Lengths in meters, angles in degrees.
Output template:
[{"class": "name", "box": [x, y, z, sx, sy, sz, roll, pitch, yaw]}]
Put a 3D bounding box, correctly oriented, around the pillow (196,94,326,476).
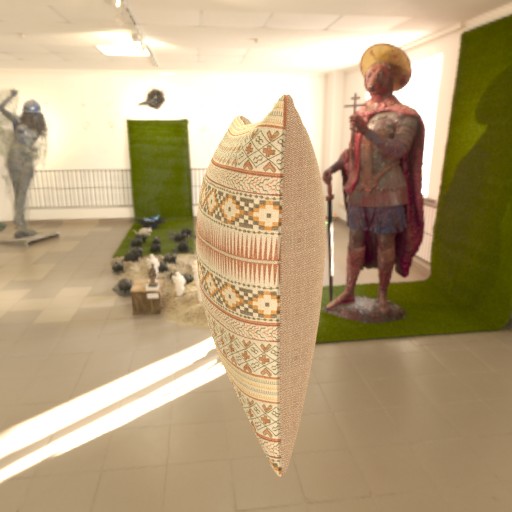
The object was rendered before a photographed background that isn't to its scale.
[{"class": "pillow", "box": [0.000, 0.000, 0.811, 0.215, 0.519, 0.521, -2, 16, -8]}]
